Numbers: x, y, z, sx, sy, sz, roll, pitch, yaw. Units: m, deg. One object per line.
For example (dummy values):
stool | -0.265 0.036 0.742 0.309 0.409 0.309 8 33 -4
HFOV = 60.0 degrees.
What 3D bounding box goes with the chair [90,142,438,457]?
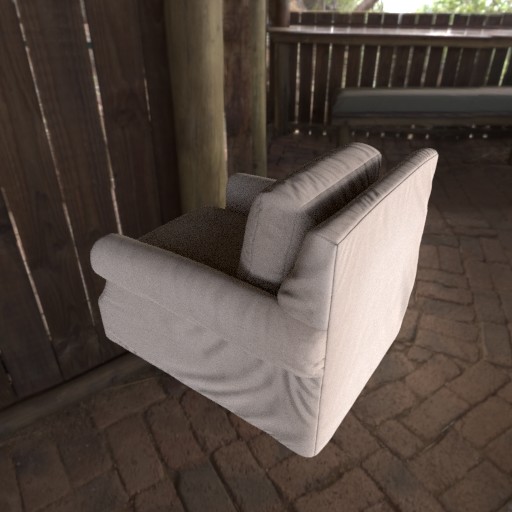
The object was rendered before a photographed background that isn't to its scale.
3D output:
chair | 0.000 0.000 1.733 1.066 0.866 0.940 20 36 30
